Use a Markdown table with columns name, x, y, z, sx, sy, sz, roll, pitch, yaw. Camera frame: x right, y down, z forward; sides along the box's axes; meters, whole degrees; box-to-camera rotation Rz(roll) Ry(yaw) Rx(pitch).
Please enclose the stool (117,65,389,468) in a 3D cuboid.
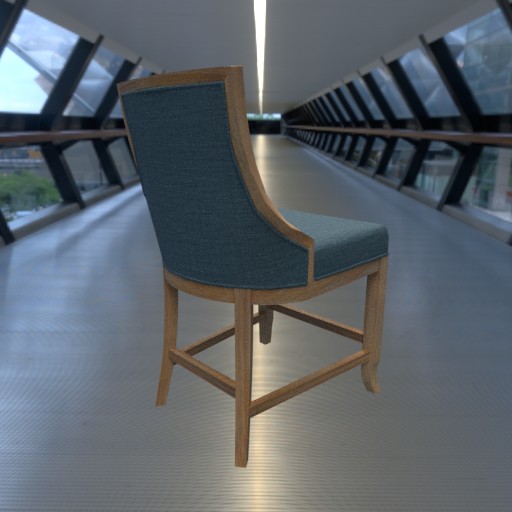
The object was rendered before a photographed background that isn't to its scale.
| name | x | y | z | sx | sy | sz | roll | pitch | yaw |
| --- | --- | --- | --- | --- | --- | --- | --- | --- | --- |
| stool | 0.000 | 0.000 | 1.291 | 0.626 | 0.938 | 0.524 | -15 | 21 | -43 |
